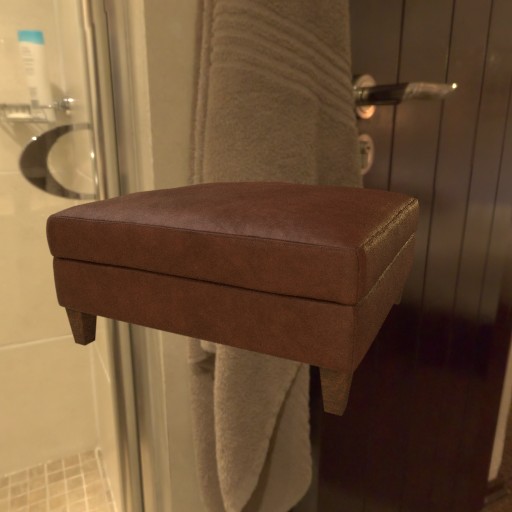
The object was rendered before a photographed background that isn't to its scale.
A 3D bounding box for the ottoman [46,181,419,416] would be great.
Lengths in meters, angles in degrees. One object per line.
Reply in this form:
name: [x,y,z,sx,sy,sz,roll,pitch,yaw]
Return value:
ottoman: [0.000,0.000,1.343,0.844,0.415,0.836,7,16,25]
